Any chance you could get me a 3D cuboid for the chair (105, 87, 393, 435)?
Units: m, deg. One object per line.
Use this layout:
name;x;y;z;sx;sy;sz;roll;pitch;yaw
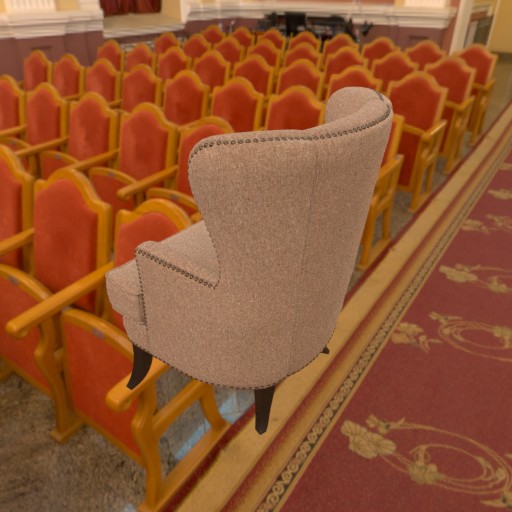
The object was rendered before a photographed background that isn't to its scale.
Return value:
chair;0.000;0.000;1.536;0.758;1.060;0.759;20;37;30
